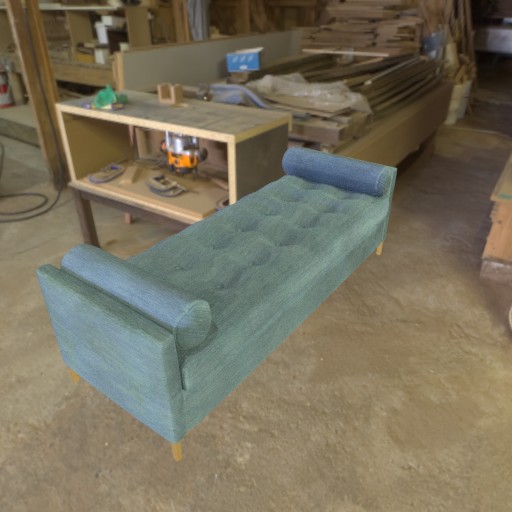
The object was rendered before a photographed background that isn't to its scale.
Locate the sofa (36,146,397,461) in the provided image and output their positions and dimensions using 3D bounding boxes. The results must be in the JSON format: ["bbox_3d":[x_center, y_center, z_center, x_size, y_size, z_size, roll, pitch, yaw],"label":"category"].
[{"bbox_3d":[0.000,0.000,2.520,0.796,0.705,2.102,21,37,31],"label":"sofa"}]
